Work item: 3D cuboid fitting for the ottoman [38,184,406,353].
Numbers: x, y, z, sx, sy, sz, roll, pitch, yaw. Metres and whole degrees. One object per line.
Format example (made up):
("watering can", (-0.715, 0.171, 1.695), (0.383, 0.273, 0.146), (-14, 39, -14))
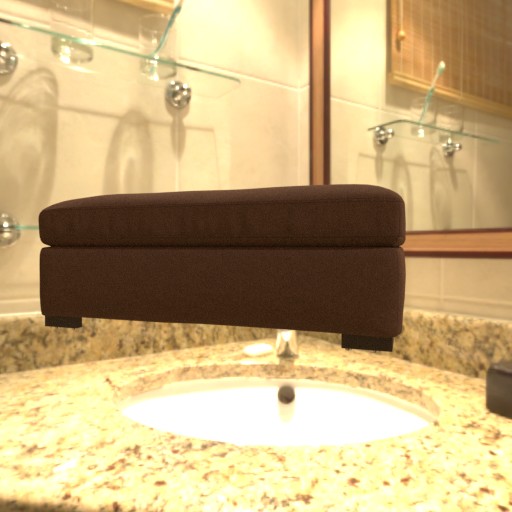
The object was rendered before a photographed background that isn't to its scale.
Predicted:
("ottoman", (0.000, 0.000, 1.844), (1.181, 0.470, 1.181), (0, 1, 19))
